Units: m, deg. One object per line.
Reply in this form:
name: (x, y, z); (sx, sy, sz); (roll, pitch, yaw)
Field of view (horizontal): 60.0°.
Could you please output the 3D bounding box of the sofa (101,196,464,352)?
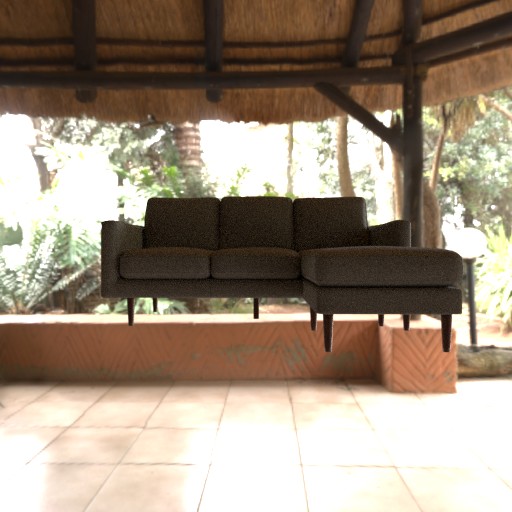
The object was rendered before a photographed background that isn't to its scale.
sofa: (0.000, 0.000, 2.971); (2.055, 0.957, 1.667); (0, 0, 1)
